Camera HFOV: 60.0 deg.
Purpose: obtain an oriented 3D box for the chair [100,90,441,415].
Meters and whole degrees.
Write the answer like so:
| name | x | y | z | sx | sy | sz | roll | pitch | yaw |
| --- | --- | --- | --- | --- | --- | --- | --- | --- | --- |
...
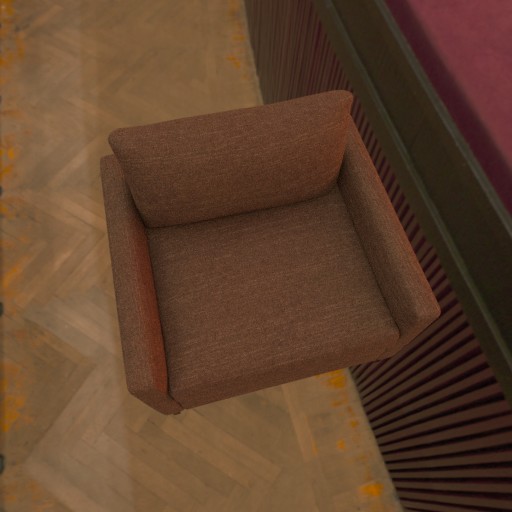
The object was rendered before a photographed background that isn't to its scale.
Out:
| name | x | y | z | sx | sy | sz | roll | pitch | yaw |
| --- | --- | --- | --- | --- | --- | --- | --- | --- | --- |
| chair | 0.000 | 0.000 | 1.568 | 0.940 | 0.841 | 0.845 | -13 | 64 | -6 |
